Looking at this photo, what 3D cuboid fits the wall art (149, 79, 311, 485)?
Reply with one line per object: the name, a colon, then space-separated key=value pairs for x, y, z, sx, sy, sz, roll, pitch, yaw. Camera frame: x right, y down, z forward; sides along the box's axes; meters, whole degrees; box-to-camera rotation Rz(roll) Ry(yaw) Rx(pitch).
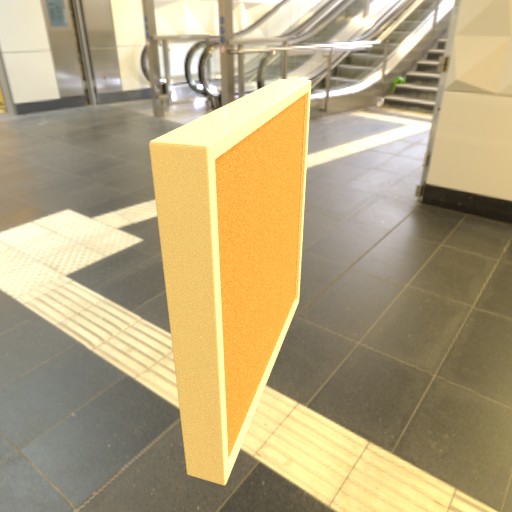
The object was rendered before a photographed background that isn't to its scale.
wall art: x=0.000 y=0.000 z=0.455 sx=0.038 sy=0.305 sz=0.305 roll=8 pitch=30 yaw=15
